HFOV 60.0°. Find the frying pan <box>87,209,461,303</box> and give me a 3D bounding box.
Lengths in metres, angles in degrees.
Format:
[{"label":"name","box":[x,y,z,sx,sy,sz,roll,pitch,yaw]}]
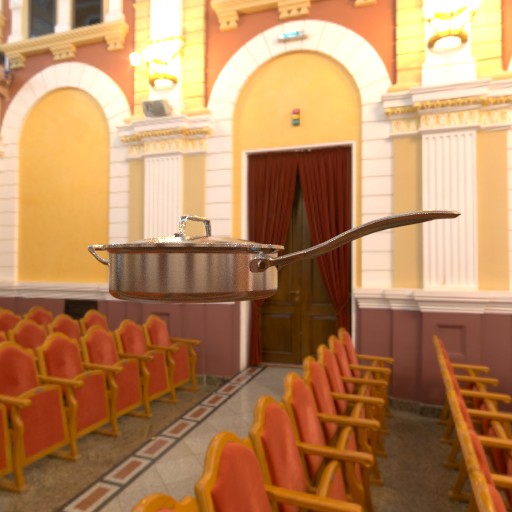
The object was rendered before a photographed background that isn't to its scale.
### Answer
[{"label":"frying pan","box":[0.000,0.000,0.582,0.492,0.111,0.245,0,-1,20]}]
